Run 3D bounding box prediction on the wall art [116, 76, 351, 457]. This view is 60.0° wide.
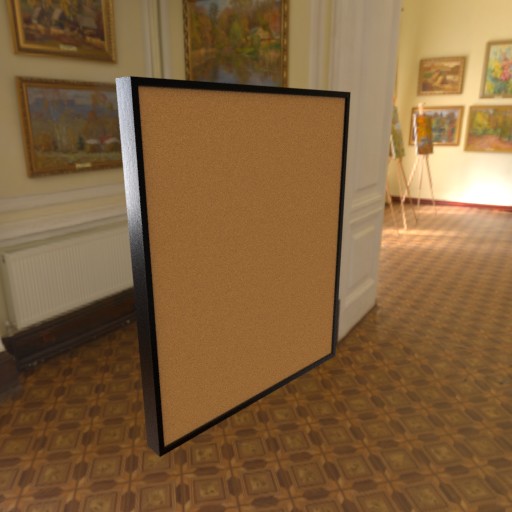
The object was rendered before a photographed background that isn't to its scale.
[{"bbox_3d":[0.000,0.000,0.772,0.451,0.553,0.039,-16,23,-41],"label":"wall art"}]
